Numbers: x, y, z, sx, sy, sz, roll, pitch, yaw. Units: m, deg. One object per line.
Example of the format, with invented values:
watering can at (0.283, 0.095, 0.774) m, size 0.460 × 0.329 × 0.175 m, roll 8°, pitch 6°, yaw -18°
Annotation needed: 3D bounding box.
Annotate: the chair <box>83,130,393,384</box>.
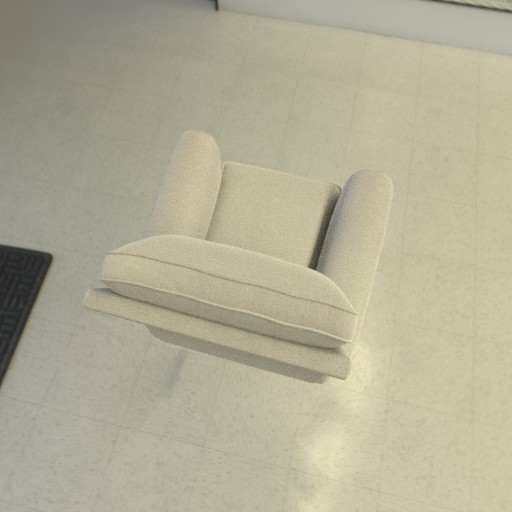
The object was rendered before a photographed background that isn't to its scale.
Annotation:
chair at (0.000, 0.000, 1.646) m, size 0.890 × 0.960 × 0.878 m, roll 14°, pitch 65°, yaw 7°
